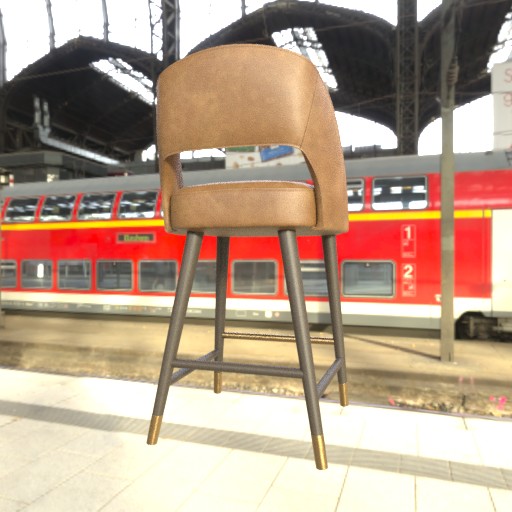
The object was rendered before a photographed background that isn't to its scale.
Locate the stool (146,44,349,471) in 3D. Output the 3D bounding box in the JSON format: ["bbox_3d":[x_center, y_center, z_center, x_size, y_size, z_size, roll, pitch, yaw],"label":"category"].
[{"bbox_3d":[0.000,0.000,1.222,0.494,0.940,0.509,0,0,18],"label":"stool"}]
